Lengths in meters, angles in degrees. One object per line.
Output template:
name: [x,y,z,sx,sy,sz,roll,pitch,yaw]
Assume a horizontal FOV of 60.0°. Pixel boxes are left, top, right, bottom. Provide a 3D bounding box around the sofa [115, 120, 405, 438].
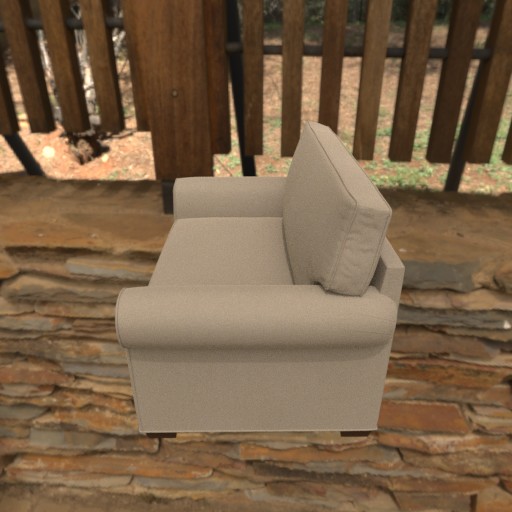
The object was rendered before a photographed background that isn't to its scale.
sofa: [0.000,0.000,2.064,0.937,1.006,1.405,0,27,0]
